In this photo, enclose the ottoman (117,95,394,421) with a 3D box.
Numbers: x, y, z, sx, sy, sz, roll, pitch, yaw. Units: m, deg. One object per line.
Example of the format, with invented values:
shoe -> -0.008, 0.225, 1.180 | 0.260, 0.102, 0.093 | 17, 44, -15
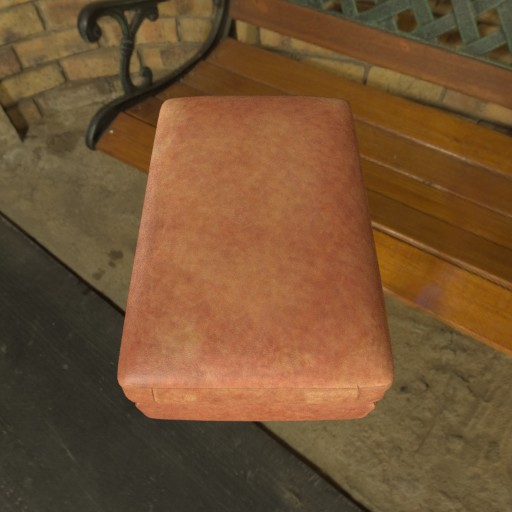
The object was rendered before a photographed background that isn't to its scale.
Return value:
ottoman -> 0.000, 0.000, 1.212 | 0.565, 0.507, 0.852 | 0, 59, 0
